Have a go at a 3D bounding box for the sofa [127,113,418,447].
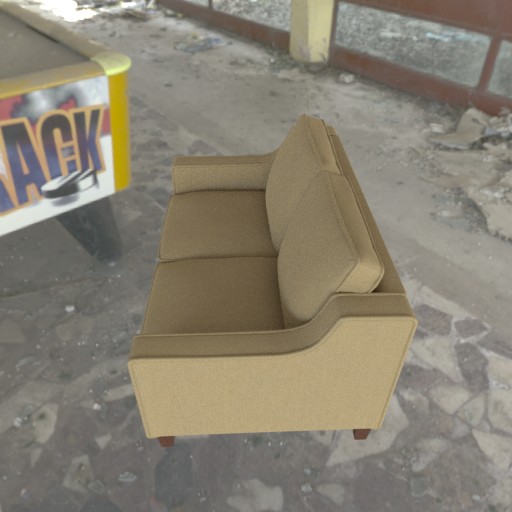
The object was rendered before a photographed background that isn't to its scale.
[{"bbox_3d":[0.000,0.000,2.187,0.987,0.971,1.501,-1,39,-2],"label":"sofa"}]
